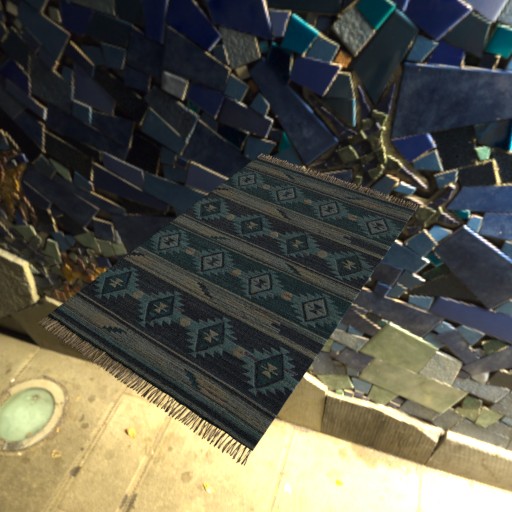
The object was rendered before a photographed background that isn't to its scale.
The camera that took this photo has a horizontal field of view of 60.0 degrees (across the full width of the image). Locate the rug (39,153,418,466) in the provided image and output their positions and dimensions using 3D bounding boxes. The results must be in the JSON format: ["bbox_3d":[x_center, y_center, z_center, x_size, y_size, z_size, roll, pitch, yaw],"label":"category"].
[{"bbox_3d":[0.000,0.000,2.418,1.181,0.028,1.936,24,47,24],"label":"rug"}]
